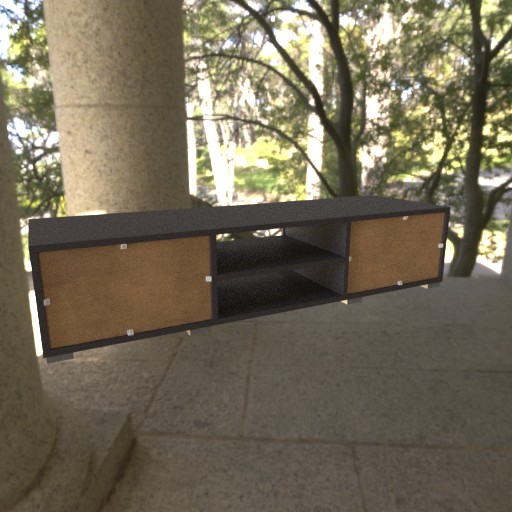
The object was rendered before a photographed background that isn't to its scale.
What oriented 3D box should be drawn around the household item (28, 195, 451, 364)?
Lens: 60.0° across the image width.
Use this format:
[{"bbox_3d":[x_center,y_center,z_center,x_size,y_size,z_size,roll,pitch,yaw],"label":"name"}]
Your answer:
[{"bbox_3d":[0.000,0.000,1.561,1.400,0.310,0.420,-7,16,-25],"label":"household item"}]
